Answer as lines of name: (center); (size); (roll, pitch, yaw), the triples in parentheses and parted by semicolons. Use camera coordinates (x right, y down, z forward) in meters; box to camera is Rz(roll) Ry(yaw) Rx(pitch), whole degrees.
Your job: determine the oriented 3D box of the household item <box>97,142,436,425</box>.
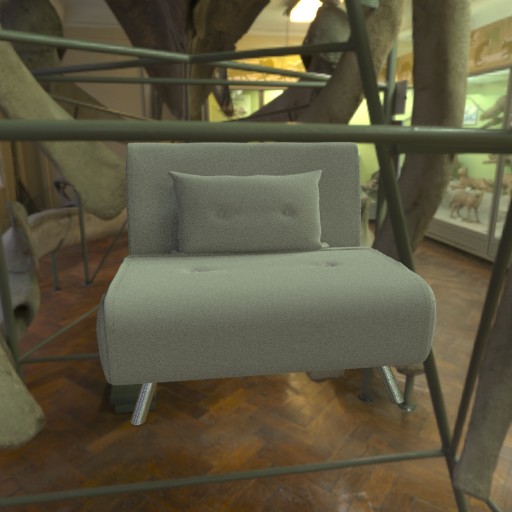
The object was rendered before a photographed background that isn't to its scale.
household item: (0.000, 0.000, 1.643); (1.000, 0.800, 0.874); (-2, 16, -7)
